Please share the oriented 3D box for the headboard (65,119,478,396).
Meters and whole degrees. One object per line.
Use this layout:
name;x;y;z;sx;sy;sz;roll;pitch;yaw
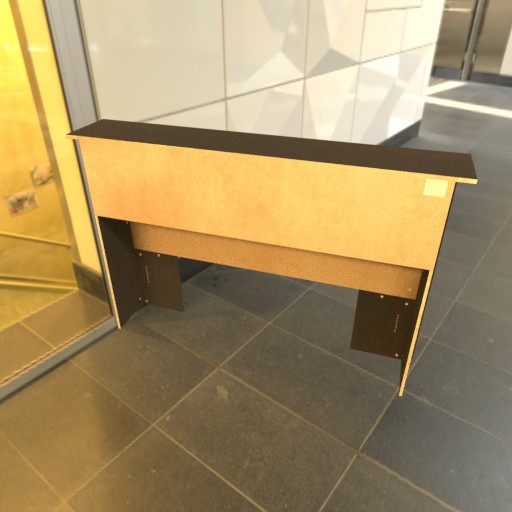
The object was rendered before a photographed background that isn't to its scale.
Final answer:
headboard;0.000;0.000;2.121;1.671;1.092;0.279;10;33;15
